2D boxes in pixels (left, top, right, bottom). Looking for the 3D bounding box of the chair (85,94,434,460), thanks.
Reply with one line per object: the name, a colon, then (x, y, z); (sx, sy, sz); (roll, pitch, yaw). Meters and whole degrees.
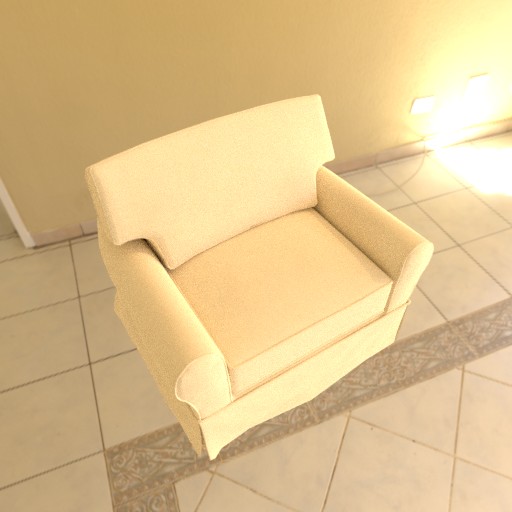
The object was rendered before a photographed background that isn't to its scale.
chair: (0.000, 0.000, 1.791); (1.099, 0.958, 0.904); (-24, 50, -22)
